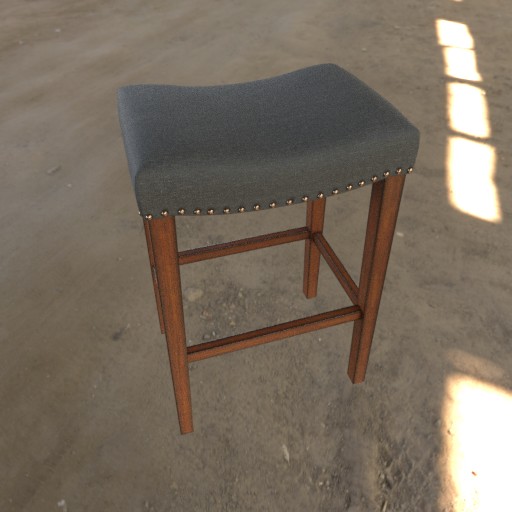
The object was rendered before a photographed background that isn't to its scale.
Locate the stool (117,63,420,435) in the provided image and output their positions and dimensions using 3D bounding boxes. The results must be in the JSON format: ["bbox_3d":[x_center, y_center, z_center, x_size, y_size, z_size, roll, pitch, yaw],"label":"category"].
[{"bbox_3d":[0.000,0.000,1.033,0.502,0.748,0.366,-12,43,-13],"label":"stool"}]
